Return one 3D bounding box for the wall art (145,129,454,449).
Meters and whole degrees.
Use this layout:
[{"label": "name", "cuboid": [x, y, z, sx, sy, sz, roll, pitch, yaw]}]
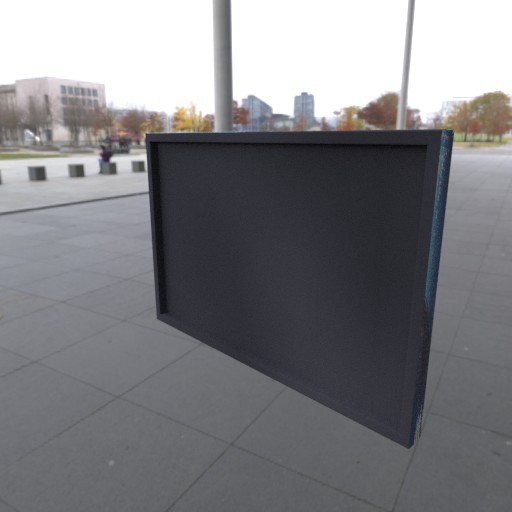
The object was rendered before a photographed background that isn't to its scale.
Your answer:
[{"label": "wall art", "cuboid": [0.000, 0.000, 0.752, 0.033, 0.406, 0.609, -14, 21, -43]}]
